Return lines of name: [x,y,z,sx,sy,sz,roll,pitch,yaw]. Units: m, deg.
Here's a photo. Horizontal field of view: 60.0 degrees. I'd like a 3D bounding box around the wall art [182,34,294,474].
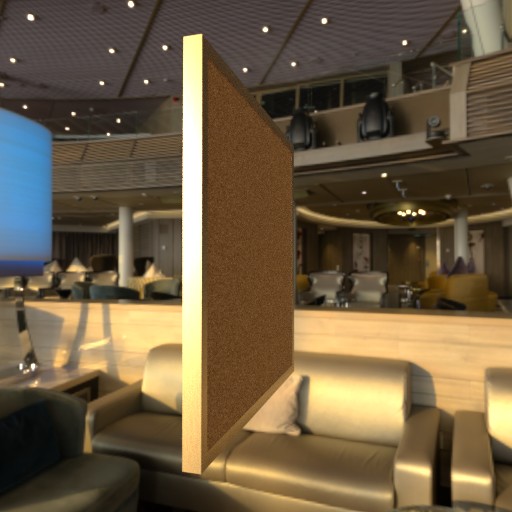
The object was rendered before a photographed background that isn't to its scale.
wall art: [0.000,0.000,1.141,0.036,0.765,0.767,0,-1,17]
